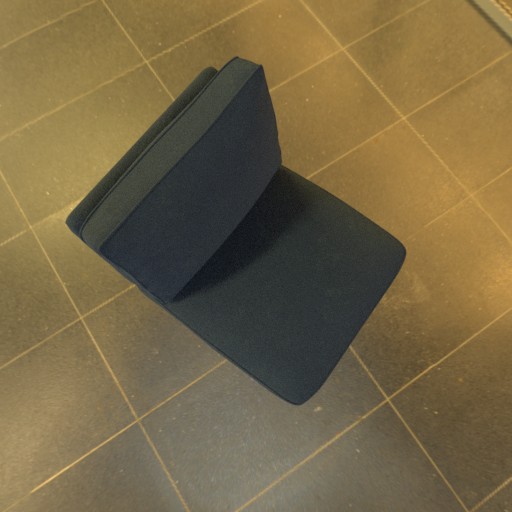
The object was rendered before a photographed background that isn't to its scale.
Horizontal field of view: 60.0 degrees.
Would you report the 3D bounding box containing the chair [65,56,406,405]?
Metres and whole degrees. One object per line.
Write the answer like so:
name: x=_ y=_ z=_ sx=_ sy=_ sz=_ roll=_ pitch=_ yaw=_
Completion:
chair: x=0.000 y=0.000 z=1.649 sx=0.912 sy=1.052 sz=0.724 roll=36 pitch=77 yaw=10
